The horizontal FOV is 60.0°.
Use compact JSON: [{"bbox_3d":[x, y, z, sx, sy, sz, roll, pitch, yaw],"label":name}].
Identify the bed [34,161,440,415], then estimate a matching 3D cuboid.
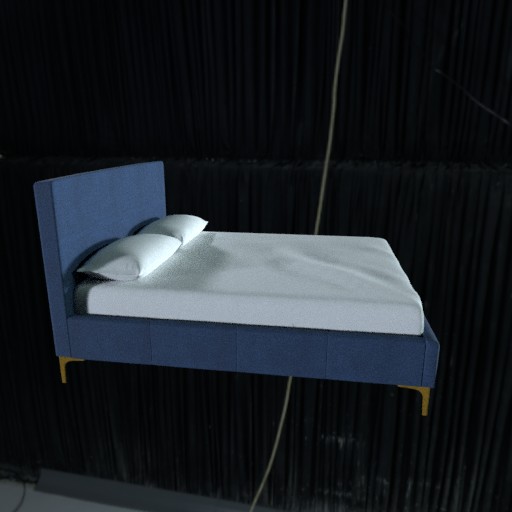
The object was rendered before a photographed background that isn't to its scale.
[{"bbox_3d":[0.000,0.000,3.183,2.172,1.231,1.723,2,16,9],"label":"bed"}]
